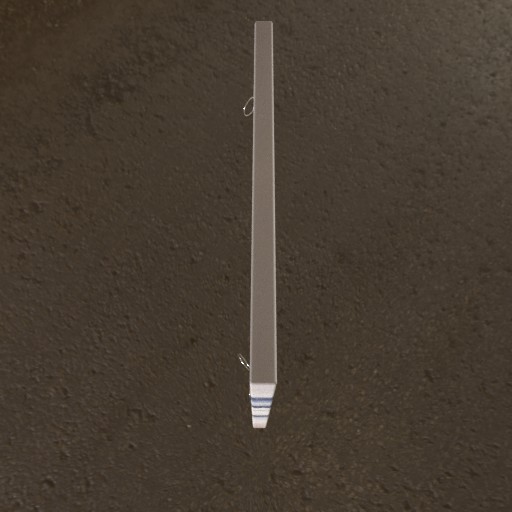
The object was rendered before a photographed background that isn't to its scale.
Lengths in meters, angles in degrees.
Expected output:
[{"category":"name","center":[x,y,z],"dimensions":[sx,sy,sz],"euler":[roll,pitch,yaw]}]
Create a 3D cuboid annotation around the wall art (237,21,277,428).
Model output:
[{"category":"wall art","center":[0.000,0.000,1.119],"dimensions":[0.065,0.747,0.755],"euler":[0,65,0]}]
